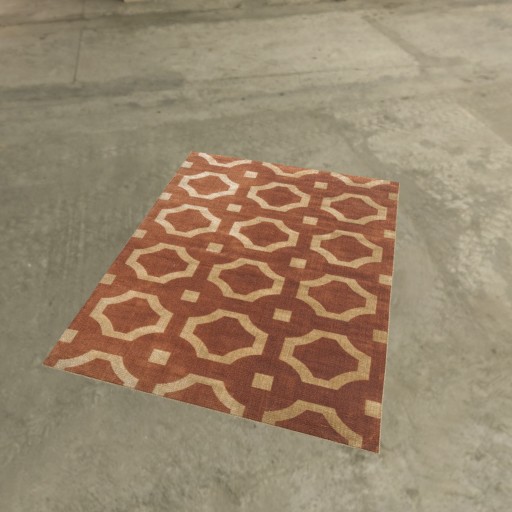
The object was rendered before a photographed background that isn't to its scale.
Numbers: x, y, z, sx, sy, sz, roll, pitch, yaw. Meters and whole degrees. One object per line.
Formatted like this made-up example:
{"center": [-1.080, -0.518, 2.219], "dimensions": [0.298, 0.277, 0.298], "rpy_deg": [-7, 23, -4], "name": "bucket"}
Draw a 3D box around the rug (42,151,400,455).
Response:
{"center": [0.000, 0.000, 4.091], "dimensions": [2.466, 0.021, 3.049], "rpy_deg": [11, 46, 11], "name": "rug"}
